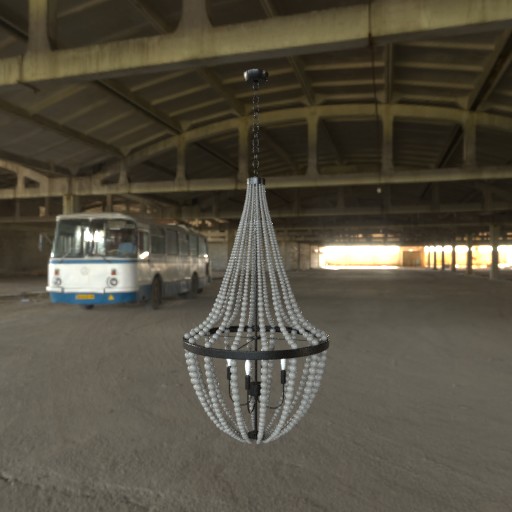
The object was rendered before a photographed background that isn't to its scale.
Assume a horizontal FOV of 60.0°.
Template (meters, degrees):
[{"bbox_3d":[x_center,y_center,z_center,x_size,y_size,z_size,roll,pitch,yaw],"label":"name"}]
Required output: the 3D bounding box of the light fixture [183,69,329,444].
[{"bbox_3d":[0.000,0.000,1.380,0.450,1.133,0.450,0,0,0],"label":"light fixture"}]
